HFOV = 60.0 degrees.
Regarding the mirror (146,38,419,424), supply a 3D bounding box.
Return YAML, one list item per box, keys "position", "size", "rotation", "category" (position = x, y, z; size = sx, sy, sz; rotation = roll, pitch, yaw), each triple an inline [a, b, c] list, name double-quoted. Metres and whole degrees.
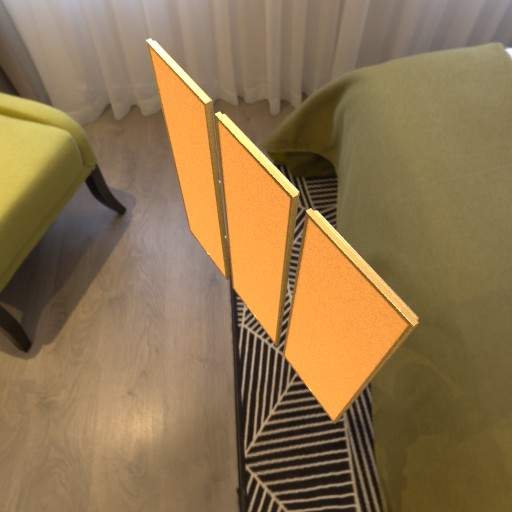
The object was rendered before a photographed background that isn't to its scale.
- position: [0.000, 0.000, 1.396]
  size: [0.023, 0.926, 1.011]
  rotation: [-31, 64, -17]
  category: "mirror"
